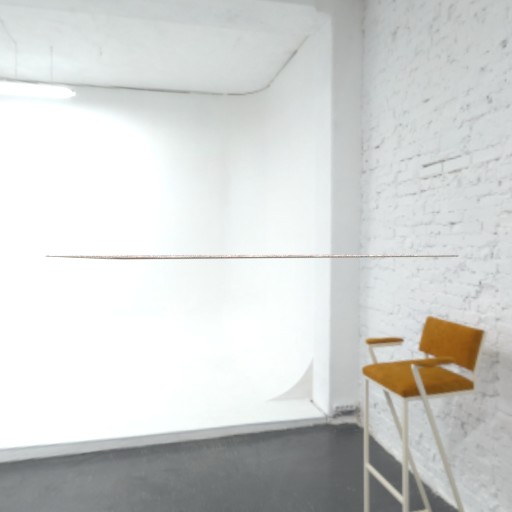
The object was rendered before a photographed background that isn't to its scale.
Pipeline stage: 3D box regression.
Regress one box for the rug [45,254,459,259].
[{"bbox_3d":[0.000,0.000,3.073,2.440,0.010,1.545,0,0,-34],"label":"rug"}]
